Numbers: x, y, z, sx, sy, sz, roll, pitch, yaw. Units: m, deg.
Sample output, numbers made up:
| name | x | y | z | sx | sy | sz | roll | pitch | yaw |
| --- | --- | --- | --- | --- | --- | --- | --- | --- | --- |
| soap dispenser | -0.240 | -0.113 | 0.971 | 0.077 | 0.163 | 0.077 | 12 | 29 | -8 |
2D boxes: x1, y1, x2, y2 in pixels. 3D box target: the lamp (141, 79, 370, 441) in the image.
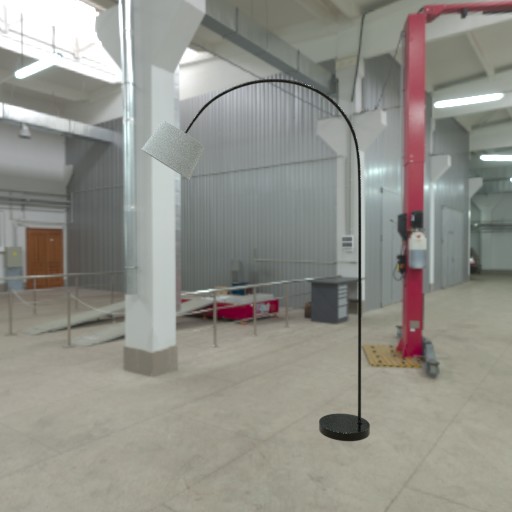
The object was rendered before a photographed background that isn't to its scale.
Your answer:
| name | x | y | z | sx | sy | sz | roll | pitch | yaw |
| --- | --- | --- | --- | --- | --- | --- | --- | --- | --- |
| lamp | 0.000 | 0.000 | 2.662 | 1.363 | 2.104 | 0.331 | 0 | 1 | 1 |
